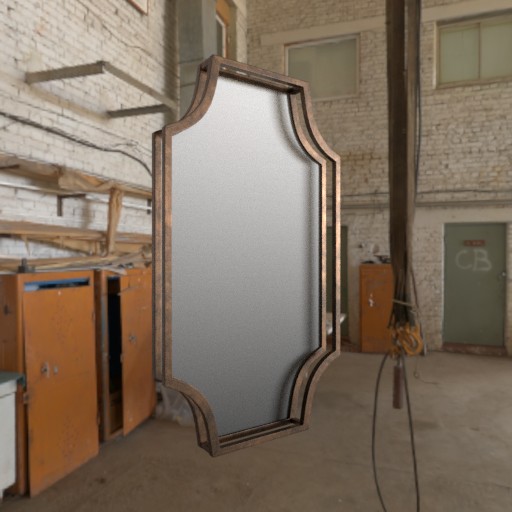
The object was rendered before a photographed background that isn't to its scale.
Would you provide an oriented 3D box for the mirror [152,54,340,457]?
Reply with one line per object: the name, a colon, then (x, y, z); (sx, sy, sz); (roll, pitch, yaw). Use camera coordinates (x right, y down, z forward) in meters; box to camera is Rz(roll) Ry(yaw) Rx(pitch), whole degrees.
mirror: (0.000, 0.000, 0.990); (0.462, 0.811, 0.066); (0, 0, -35)
